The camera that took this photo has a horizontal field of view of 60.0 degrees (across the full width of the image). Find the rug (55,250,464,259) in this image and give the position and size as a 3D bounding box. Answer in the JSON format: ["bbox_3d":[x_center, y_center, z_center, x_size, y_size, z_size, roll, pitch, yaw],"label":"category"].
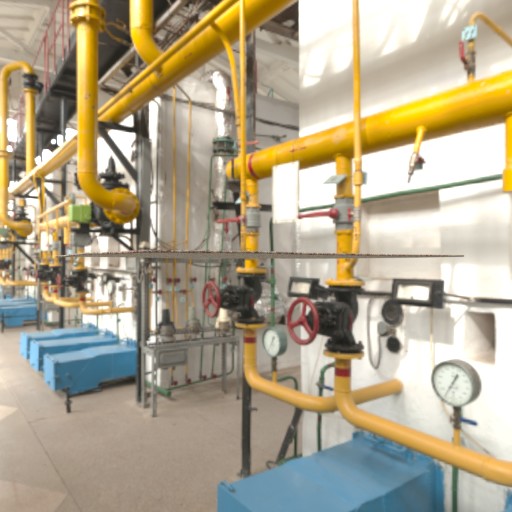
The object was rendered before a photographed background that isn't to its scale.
[{"bbox_3d":[0.000,0.000,4.319,3.226,0.024,2.436,1,-1,-35],"label":"rug"}]
